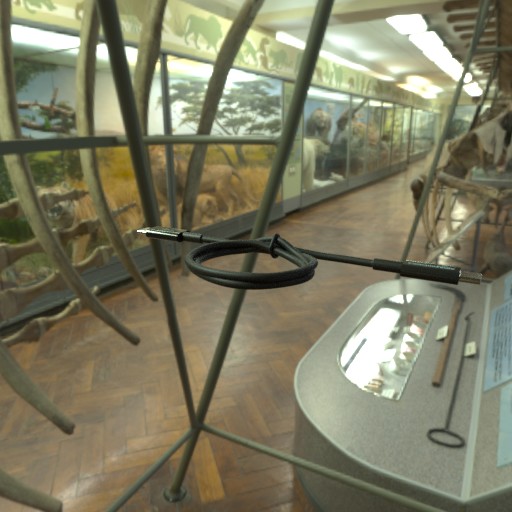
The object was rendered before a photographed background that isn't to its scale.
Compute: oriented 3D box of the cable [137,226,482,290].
[{"bbox_3d":[0.000,0.000,0.224,0.203,0.014,0.070,9,18,28],"label":"cable"}]
